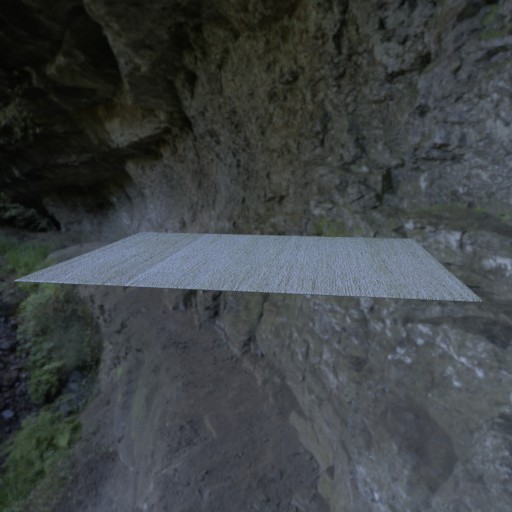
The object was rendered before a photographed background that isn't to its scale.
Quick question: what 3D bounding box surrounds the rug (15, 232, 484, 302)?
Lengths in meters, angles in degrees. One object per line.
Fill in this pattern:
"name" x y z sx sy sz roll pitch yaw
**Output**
"rug" 0.000 0.000 4.996 3.935 0.025 2.782 2 12 9
